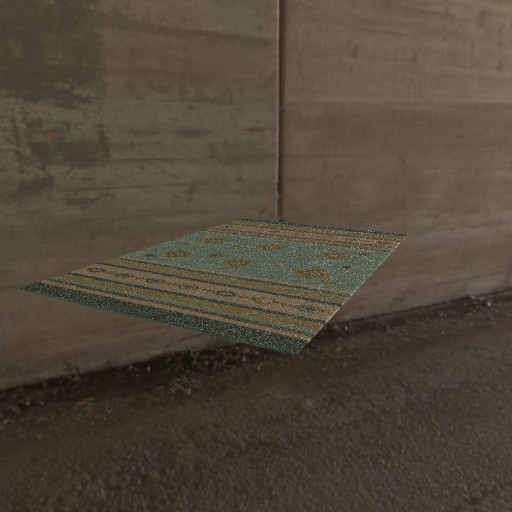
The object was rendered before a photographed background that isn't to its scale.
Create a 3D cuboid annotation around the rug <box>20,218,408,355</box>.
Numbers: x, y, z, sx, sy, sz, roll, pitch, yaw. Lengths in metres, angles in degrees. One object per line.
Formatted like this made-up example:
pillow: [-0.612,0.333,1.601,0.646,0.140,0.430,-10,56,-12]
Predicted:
rug: [0.000,0.000,2.302,1.212,0.010,1.811,8,17,27]
